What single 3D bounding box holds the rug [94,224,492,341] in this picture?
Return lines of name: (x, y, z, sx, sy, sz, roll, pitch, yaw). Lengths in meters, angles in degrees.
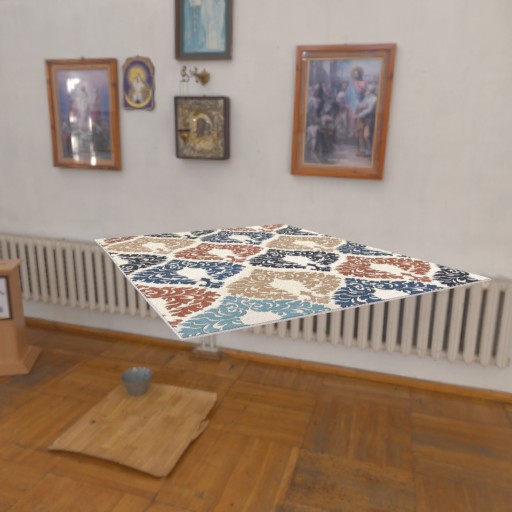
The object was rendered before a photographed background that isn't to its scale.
rug: (0.000, 0.000, 4.078, 2.423, 0.014, 3.040, -7, 14, -27)
